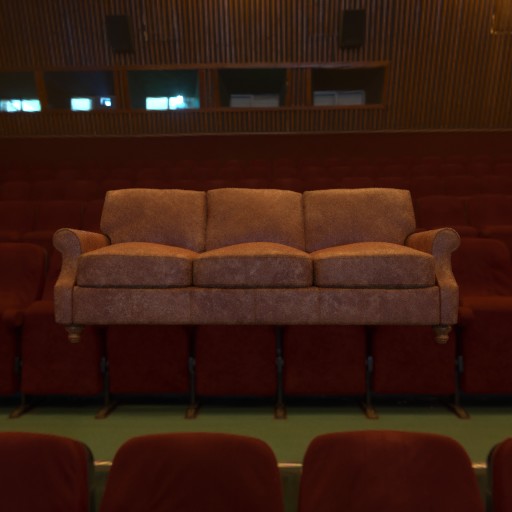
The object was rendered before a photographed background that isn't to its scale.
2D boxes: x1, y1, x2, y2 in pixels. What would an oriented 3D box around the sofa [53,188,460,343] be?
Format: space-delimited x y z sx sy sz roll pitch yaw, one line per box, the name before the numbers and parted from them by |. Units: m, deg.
sofa | 0.000 0.000 2.865 2.351 0.977 0.973 0 -1 1
